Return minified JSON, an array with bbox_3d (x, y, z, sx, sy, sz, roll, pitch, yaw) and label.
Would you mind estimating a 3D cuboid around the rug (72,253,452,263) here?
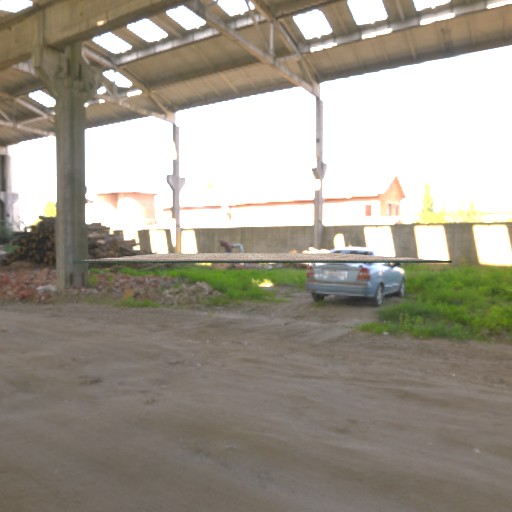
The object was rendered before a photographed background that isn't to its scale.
[{"bbox_3d":[0.000,0.000,2.322,1.221,0.009,1.825,0,1,-2],"label":"rug"}]
